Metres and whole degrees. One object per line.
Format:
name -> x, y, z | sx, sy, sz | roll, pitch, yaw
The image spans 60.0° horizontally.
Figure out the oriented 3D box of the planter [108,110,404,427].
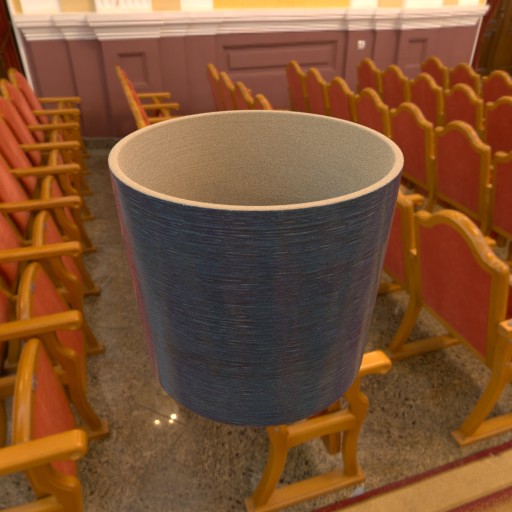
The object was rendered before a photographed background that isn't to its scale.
planter -> 0.000, 0.000, 0.398 | 0.221, 0.201, 0.221 | 0, 32, 0
